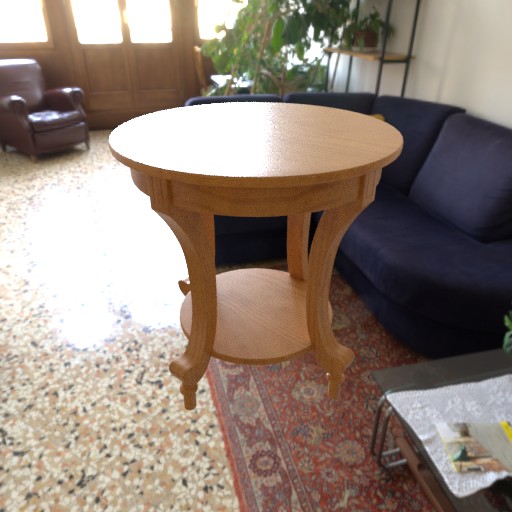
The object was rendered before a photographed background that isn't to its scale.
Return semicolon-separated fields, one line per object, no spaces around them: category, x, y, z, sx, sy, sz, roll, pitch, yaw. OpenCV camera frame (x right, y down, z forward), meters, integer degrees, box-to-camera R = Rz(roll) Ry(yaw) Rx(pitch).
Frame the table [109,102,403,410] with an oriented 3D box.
table;0.000;0.000;1.083;0.597;0.612;0.597;0;30;0
